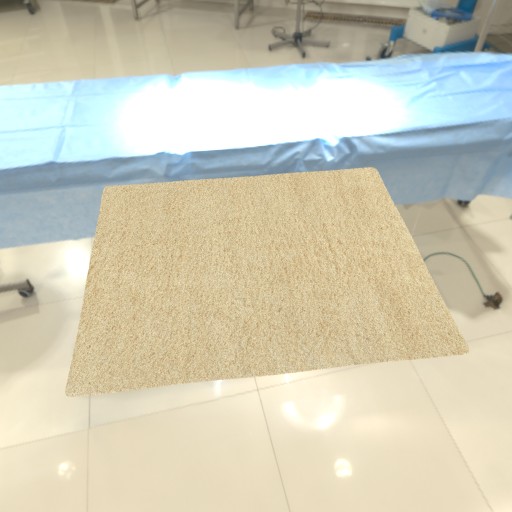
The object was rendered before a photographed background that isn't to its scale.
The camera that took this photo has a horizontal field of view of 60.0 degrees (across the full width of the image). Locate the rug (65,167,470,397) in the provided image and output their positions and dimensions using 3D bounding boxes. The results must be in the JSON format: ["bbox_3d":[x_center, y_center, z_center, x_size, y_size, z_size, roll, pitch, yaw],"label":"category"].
[{"bbox_3d":[0.000,0.000,4.056,3.001,0.025,2.401,-5,47,-5],"label":"rug"}]
